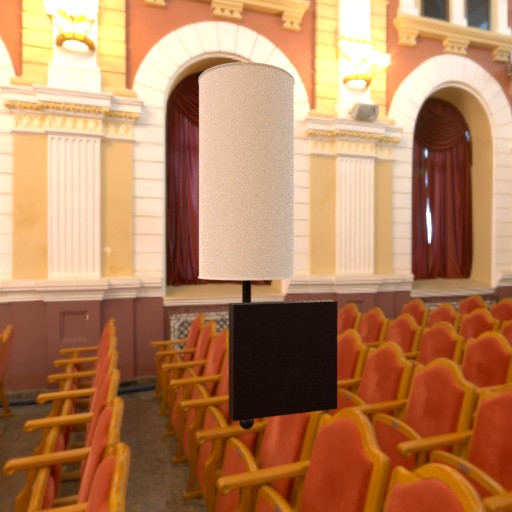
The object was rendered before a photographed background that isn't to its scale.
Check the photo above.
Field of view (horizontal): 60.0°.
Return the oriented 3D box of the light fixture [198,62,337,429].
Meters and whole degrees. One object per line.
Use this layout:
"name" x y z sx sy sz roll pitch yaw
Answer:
"light fixture" 0.000 0.000 0.553 0.128 0.462 0.208 0 0 -18
